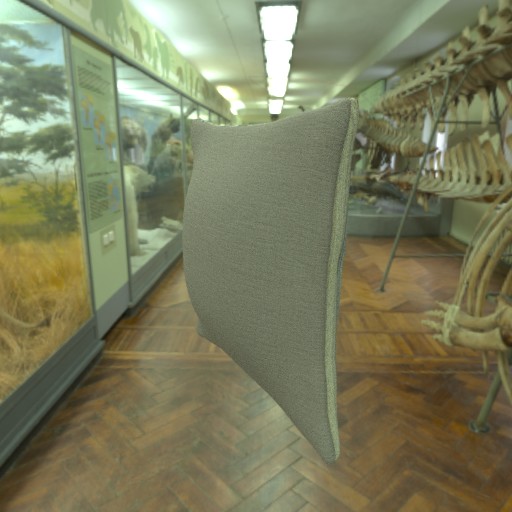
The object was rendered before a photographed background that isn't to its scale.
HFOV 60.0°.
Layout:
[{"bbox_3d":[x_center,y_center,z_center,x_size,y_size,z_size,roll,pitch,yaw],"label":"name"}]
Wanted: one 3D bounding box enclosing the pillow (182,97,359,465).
[{"bbox_3d":[0.000,0.000,0.664,0.189,0.416,0.435,-7,16,-27],"label":"pillow"}]
